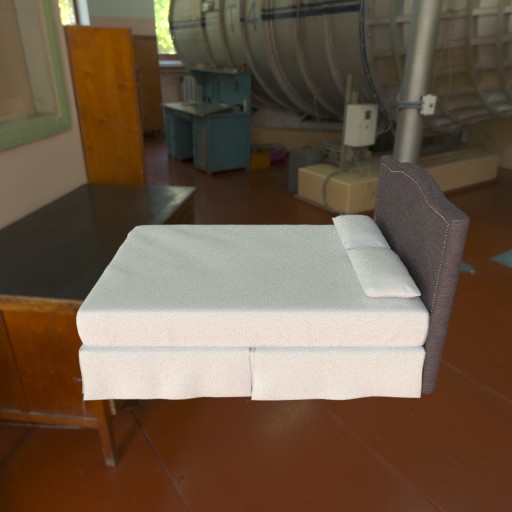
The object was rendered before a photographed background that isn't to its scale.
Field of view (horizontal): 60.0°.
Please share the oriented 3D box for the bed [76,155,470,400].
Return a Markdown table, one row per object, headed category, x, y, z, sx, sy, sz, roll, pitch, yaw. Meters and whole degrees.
| category | x | y | z | sx | sy | sz | roll | pitch | yaw |
| --- | --- | --- | --- | --- | --- | --- | --- | --- | --- |
| bed | 0.000 | 0.000 | 3.585 | 2.507 | 1.441 | 1.741 | 0 | 25 | 0 |
